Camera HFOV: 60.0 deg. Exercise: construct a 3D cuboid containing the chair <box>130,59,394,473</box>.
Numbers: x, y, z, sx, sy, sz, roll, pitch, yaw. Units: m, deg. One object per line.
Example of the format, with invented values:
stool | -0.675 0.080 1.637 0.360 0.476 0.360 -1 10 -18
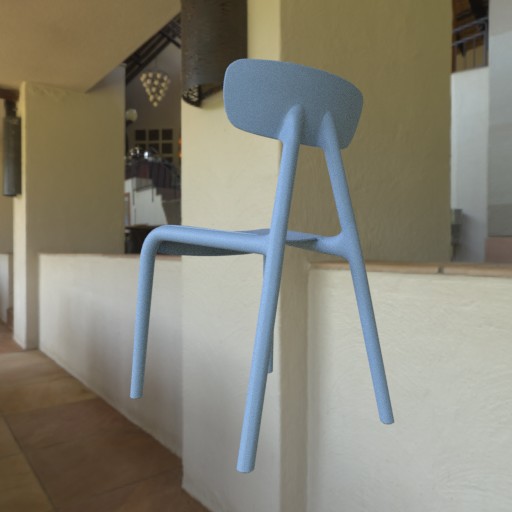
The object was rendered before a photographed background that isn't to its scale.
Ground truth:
chair | 0.000 0.000 0.840 0.356 0.580 0.401 0 1 -35
